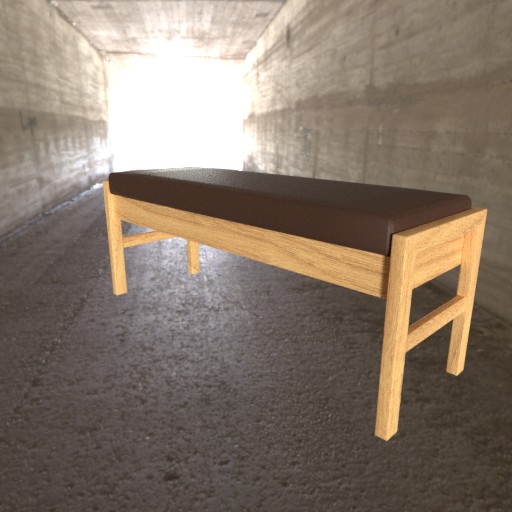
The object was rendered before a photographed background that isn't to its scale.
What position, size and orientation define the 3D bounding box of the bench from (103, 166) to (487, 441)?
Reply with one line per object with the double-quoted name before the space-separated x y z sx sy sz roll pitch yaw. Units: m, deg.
"bench" 0.000 0.000 1.413 0.405 0.480 1.200 -16 23 -42
